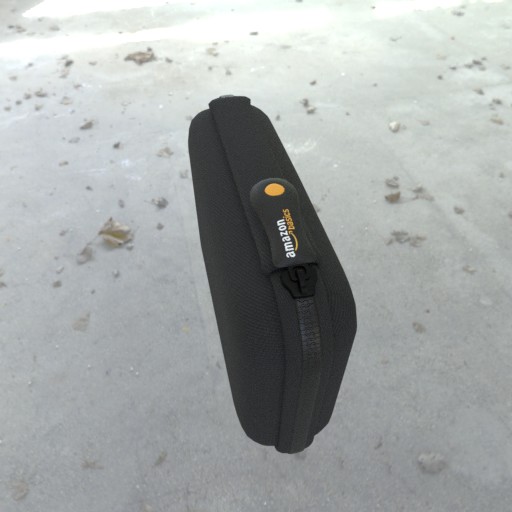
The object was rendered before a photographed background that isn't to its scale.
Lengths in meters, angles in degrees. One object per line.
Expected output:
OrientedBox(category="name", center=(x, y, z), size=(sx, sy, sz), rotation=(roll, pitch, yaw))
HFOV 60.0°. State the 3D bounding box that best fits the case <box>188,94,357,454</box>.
OrientedBox(category="case", center=(0.000, 0.000, 0.178), size=(0.038, 0.105, 0.132), rotation=(-10, 48, -9))
